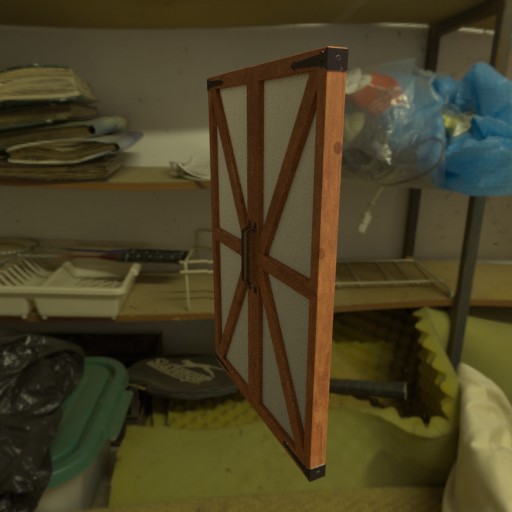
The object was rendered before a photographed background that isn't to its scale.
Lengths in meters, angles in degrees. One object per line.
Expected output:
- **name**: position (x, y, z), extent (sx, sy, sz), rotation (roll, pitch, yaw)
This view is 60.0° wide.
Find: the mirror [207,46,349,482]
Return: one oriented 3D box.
- **mirror**: position (0.000, 0.000, 0.961), extent (0.053, 0.761, 0.517), rotation (-8, 18, -24)
